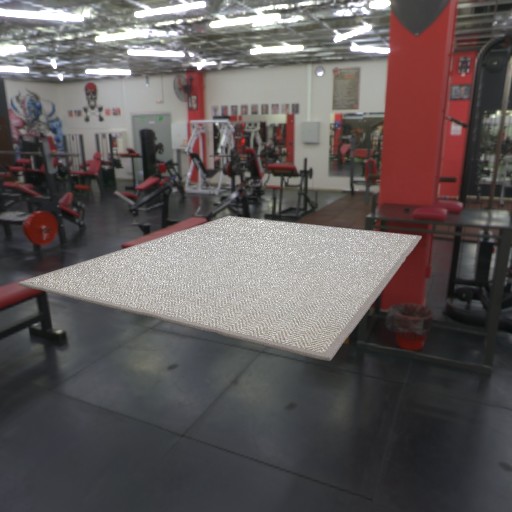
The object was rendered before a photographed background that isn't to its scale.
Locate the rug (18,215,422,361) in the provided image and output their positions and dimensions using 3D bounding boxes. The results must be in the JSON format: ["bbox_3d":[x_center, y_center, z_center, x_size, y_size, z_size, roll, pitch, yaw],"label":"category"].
[{"bbox_3d":[0.000,0.000,4.023,2.434,0.032,3.007,8,18,27],"label":"rug"}]
